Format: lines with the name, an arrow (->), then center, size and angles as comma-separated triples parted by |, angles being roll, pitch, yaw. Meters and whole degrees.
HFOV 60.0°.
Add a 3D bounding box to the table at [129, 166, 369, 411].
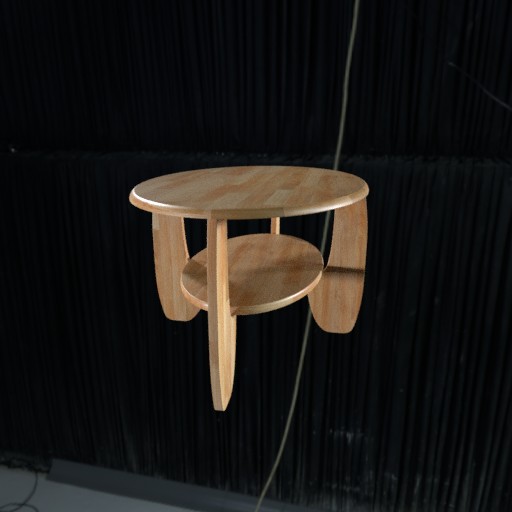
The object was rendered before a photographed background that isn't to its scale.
table -> 0.000, 0.000, 1.436 | 0.690, 0.490, 1.040 | 3, 17, 10
